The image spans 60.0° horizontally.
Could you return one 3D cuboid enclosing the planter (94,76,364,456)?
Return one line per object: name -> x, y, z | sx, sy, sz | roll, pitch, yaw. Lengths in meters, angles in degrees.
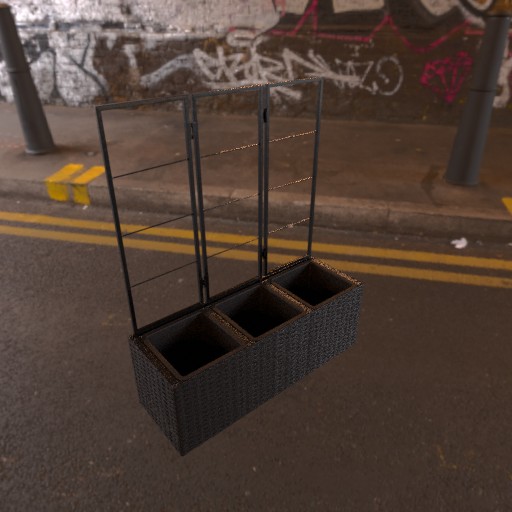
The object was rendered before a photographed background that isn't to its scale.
planter -> 0.000, 0.000, 1.212 | 0.698, 0.841, 0.244 | -22, 36, -34
